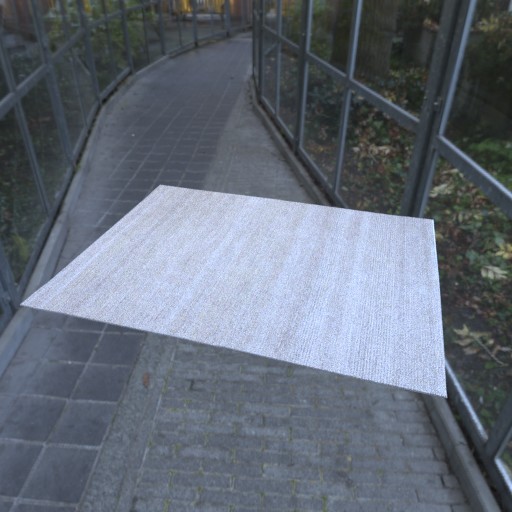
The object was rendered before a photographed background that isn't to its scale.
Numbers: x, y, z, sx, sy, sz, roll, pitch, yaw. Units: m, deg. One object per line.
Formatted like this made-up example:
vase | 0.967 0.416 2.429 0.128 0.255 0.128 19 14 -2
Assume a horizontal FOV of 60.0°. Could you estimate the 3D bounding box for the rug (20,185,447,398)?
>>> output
rug | 0.000 0.000 4.144 3.245 0.046 2.467 9 34 14
